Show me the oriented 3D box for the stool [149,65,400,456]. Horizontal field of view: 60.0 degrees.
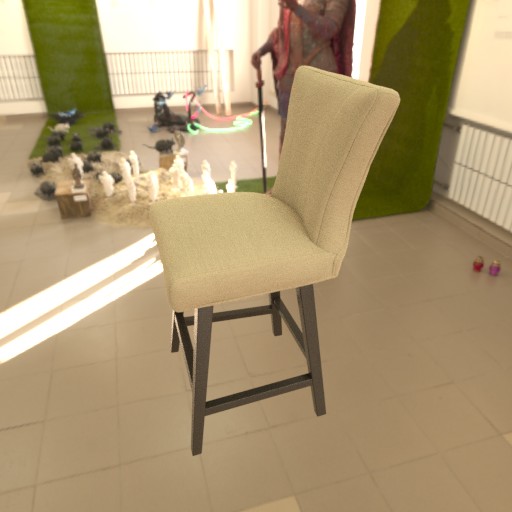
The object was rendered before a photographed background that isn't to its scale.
[{"bbox_3d":[0.000,0.000,1.333,0.574,1.000,0.514,-9,30,-15],"label":"stool"}]
